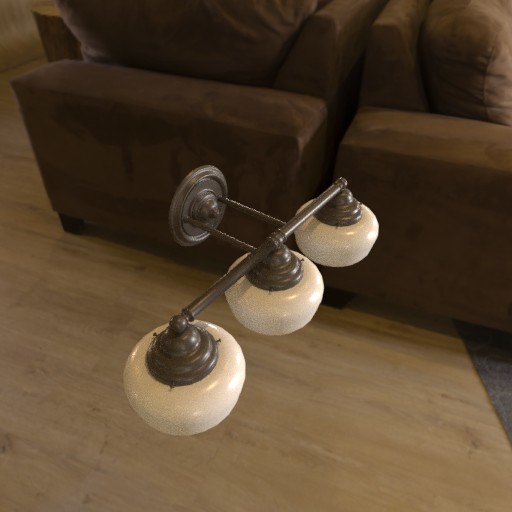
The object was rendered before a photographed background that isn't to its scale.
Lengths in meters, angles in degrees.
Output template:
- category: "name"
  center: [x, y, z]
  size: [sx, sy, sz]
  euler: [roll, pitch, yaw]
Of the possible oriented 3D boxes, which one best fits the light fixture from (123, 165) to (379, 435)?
- category: "light fixture"
  center: [0.000, 0.000, 0.726]
  size: [0.239, 0.242, 0.587]
  euler: [25, 46, 27]
